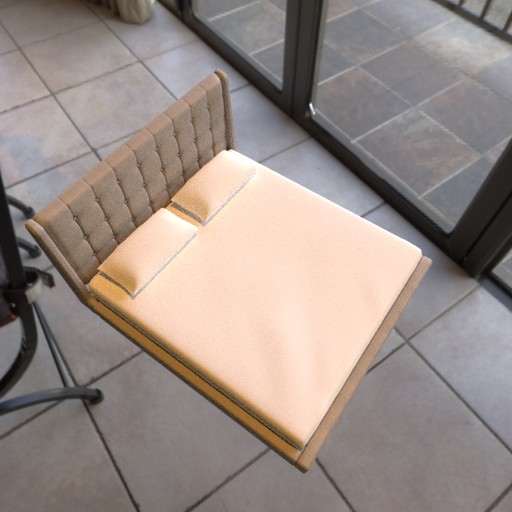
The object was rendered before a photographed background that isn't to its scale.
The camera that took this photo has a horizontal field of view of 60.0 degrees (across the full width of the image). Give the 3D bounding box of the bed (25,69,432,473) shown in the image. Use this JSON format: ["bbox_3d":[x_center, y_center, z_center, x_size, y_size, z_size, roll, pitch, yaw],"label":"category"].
[{"bbox_3d":[0.000,0.000,3.532,2.342,1.289,2.062,31,63,18],"label":"bed"}]
